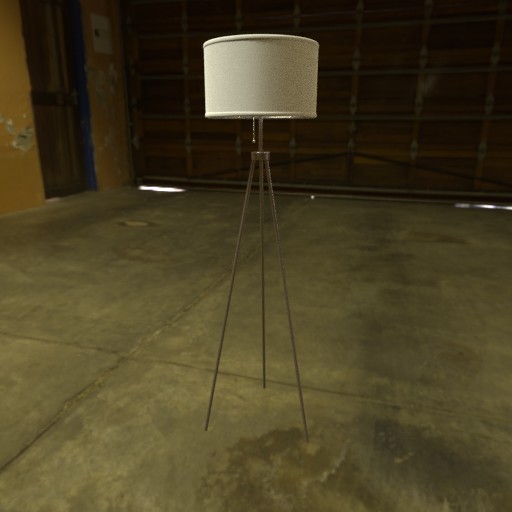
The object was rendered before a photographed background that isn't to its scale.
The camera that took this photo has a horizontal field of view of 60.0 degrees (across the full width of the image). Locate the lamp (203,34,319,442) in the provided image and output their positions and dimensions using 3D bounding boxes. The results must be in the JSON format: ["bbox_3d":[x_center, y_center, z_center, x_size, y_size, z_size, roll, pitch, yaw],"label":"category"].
[{"bbox_3d":[0.000,0.000,1.772,0.458,1.545,0.448,-8,18,-26],"label":"lamp"}]
